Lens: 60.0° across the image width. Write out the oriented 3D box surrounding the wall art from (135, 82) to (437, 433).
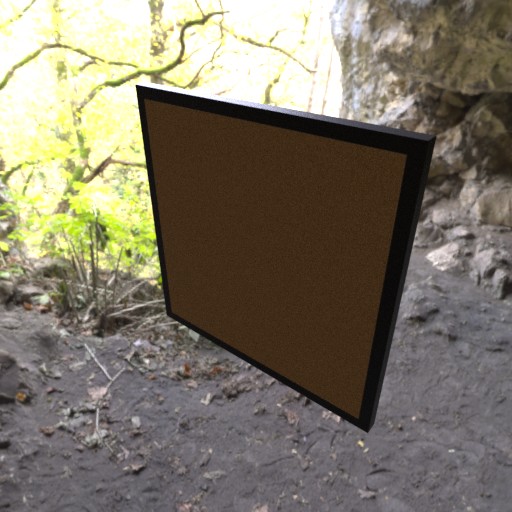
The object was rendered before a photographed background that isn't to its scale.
[{"bbox_3d":[0.000,0.000,1.155,0.765,0.765,0.038,23,38,32],"label":"wall art"}]
